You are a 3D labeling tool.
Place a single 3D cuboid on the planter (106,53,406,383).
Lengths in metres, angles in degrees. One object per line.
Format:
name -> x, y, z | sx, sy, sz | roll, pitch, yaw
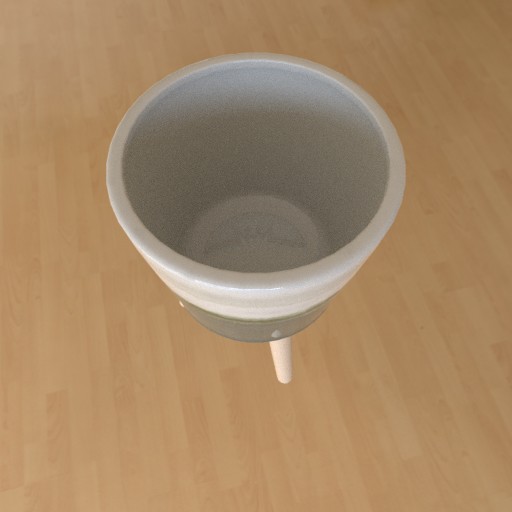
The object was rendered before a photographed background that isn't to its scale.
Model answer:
planter -> 0.000, 0.000, 0.467 | 0.217, 0.331, 0.217 | -36, 68, -17
